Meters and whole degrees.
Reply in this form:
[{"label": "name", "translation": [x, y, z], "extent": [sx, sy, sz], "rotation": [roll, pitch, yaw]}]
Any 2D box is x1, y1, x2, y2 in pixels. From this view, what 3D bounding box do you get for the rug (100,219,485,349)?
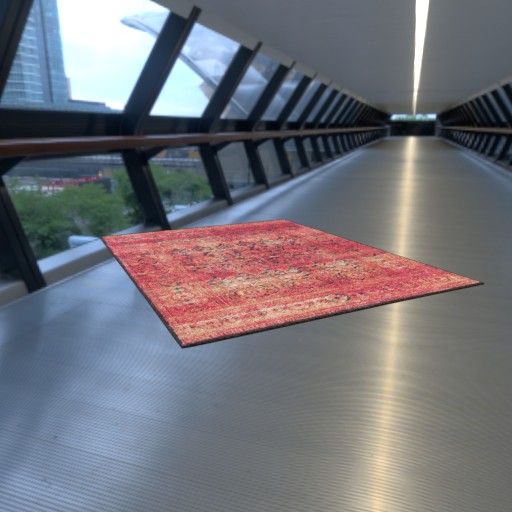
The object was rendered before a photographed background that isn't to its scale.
[{"label": "rug", "translation": [0.000, 0.000, 4.185], "extent": [2.411, 0.020, 3.032], "rotation": [-8, 17, -26]}]
